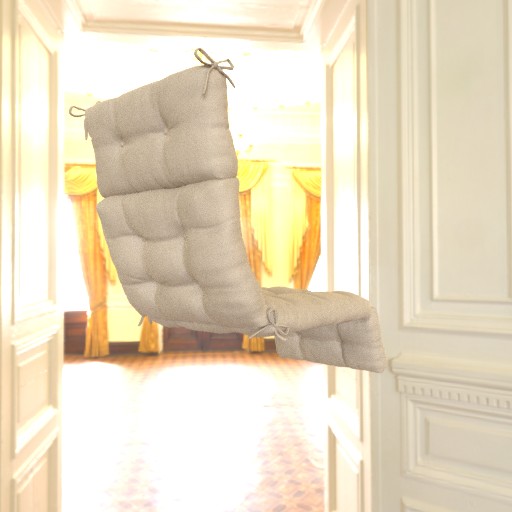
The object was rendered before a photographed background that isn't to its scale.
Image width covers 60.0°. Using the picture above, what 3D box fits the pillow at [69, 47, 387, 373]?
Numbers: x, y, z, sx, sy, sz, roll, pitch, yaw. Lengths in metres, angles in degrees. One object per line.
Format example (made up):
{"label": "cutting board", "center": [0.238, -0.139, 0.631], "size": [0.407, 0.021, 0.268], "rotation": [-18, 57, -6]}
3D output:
{"label": "pillow", "center": [0.000, 0.000, 1.436], "size": [0.526, 0.863, 1.016], "rotation": [-1, -1, 38]}
